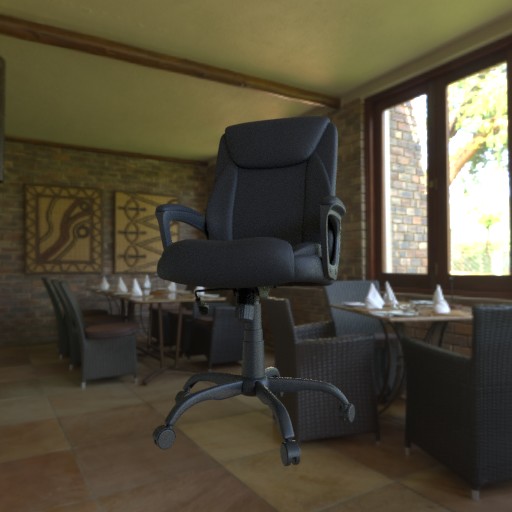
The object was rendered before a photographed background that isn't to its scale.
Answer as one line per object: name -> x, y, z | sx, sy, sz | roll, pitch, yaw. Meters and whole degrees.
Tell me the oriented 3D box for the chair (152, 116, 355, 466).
chair -> 0.000, 0.000, 1.458 | 0.615, 1.072, 0.655 | 0, -2, 17
